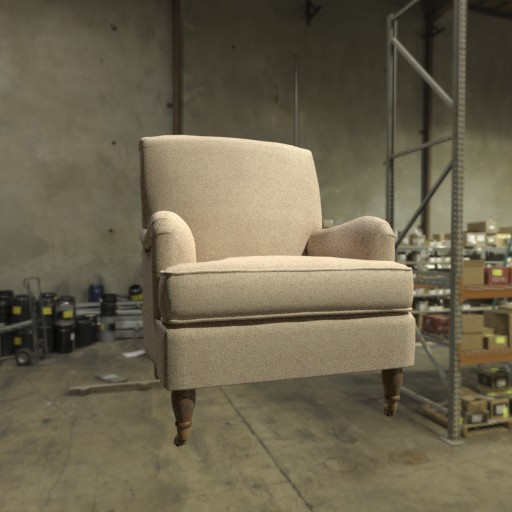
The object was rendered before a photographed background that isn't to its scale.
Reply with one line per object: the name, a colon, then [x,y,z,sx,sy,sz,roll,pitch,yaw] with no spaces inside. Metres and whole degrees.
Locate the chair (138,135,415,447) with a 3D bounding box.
chair: [0.000,0.000,1.784,0.879,1.119,0.953,0,1,-18]
